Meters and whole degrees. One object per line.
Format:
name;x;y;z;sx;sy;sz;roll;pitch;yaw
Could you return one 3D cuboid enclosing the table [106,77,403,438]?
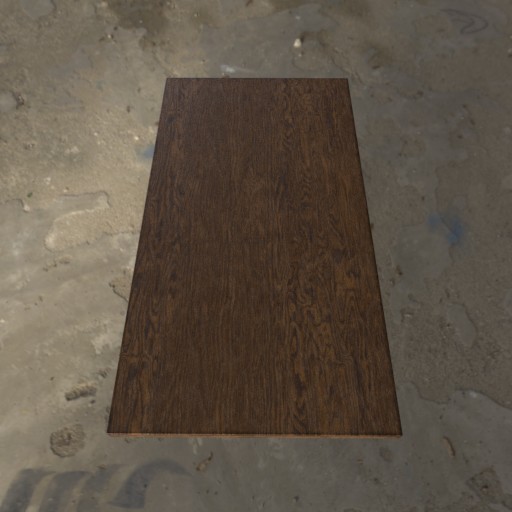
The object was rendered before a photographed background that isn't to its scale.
table;0.000;0.000;2.456;1.078;0.795;1.989;0;59;0
